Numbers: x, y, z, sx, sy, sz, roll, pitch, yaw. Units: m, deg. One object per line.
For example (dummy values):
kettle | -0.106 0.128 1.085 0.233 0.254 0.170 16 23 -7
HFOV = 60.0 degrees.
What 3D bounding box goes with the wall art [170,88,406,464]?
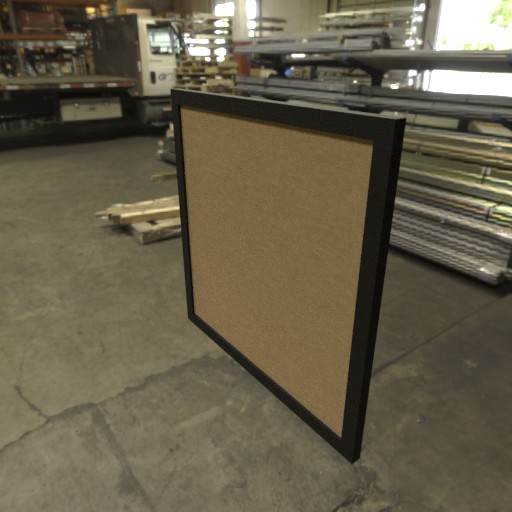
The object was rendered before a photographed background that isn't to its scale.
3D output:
wall art | 0.000 0.000 0.530 0.013 0.356 0.356 -18 30 -33
